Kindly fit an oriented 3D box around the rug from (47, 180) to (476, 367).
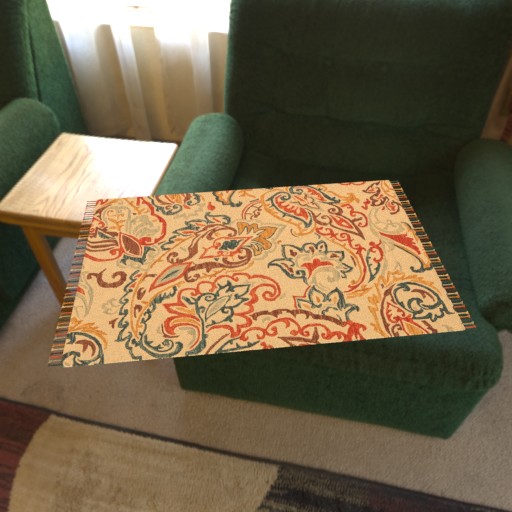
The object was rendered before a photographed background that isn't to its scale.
[{"bbox_3d":[0.000,0.000,3.167,2.584,0.010,1.523,-4,47,-4],"label":"rug"}]
